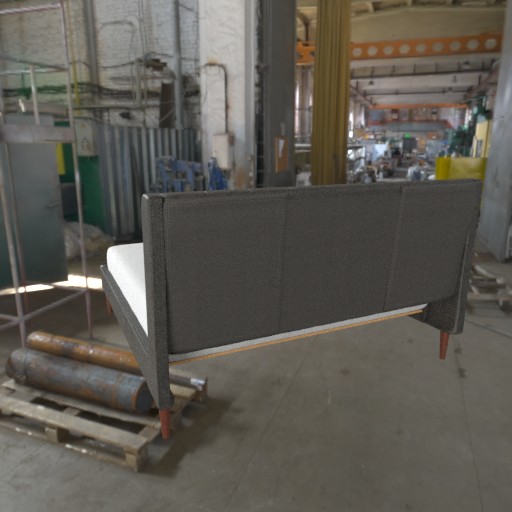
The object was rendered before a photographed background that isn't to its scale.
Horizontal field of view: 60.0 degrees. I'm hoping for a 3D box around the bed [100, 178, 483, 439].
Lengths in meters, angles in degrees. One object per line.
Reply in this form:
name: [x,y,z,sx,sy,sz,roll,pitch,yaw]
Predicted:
bed: [0.000,0.000,3.125,1.903,1.158,2.031,-7,16,-25]
